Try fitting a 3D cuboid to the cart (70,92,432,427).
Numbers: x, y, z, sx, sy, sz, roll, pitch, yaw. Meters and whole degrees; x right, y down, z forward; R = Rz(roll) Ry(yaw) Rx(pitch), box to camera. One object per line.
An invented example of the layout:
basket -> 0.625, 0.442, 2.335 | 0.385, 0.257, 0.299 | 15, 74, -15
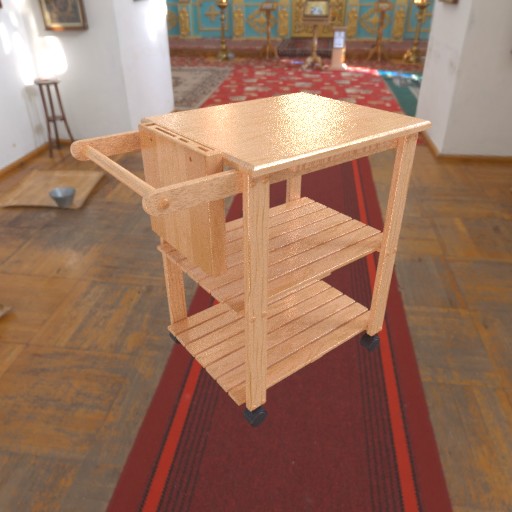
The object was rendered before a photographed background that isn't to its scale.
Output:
cart -> 0.000, 0.000, 1.373 | 0.843, 0.816, 0.520 | -22, 37, -32
